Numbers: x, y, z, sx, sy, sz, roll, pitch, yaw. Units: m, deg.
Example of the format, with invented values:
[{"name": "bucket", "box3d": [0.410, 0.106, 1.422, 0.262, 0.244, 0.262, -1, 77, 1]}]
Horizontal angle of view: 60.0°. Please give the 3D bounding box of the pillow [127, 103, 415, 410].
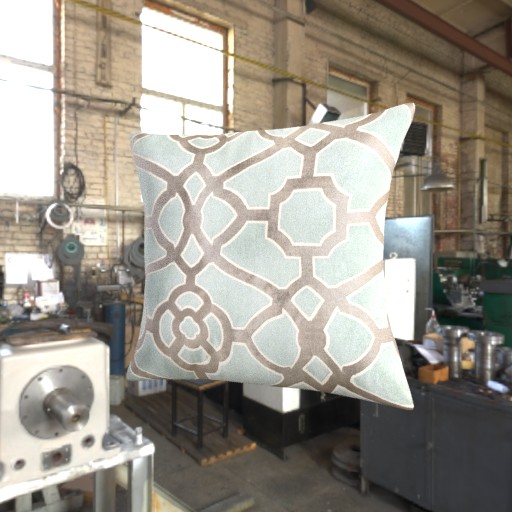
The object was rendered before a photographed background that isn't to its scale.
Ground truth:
[{"name": "pillow", "box3d": [0.000, 0.000, 0.819, 0.552, 0.508, 0.166, 0, 0, 19]}]
